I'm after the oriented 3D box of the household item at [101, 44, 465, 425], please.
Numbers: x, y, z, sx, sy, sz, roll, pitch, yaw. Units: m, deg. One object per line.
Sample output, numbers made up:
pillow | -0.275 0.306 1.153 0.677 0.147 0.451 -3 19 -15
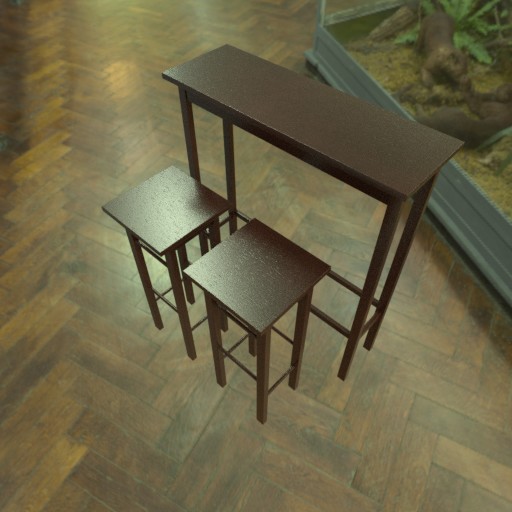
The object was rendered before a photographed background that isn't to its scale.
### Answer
household item | 0.000 0.000 1.638 0.914 1.067 0.676 35 57 27
